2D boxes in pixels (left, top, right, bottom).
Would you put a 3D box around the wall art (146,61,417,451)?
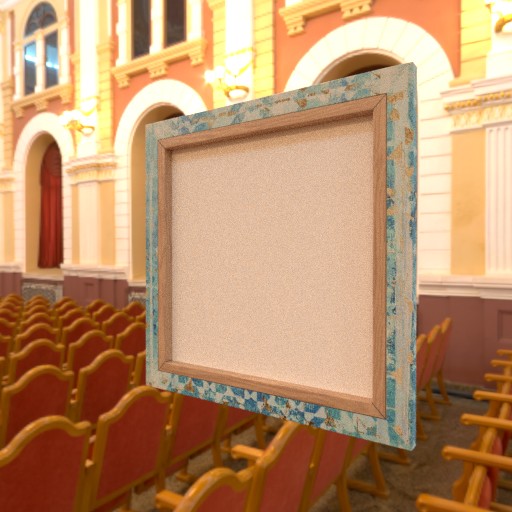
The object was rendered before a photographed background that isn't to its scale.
[{"bbox_3d":[0.000,0.000,1.315,0.916,0.916,0.040,0,1,34],"label":"wall art"}]
